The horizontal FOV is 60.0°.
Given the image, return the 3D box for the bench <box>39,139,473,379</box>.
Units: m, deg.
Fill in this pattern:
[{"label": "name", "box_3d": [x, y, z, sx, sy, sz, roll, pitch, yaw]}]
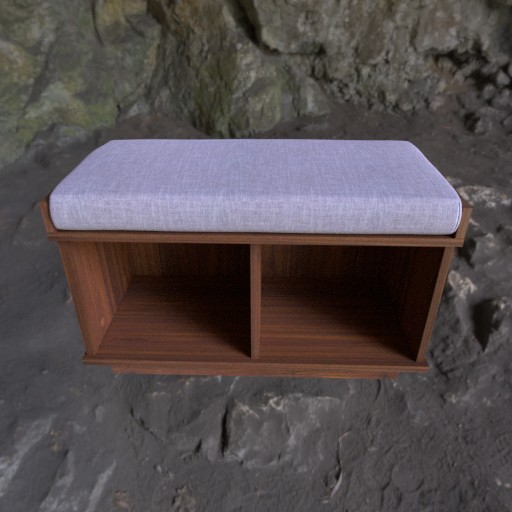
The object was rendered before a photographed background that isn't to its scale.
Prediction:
[{"label": "bench", "box_3d": [0.000, 0.000, 0.998, 0.734, 0.461, 0.362, 1, 31, 1]}]
